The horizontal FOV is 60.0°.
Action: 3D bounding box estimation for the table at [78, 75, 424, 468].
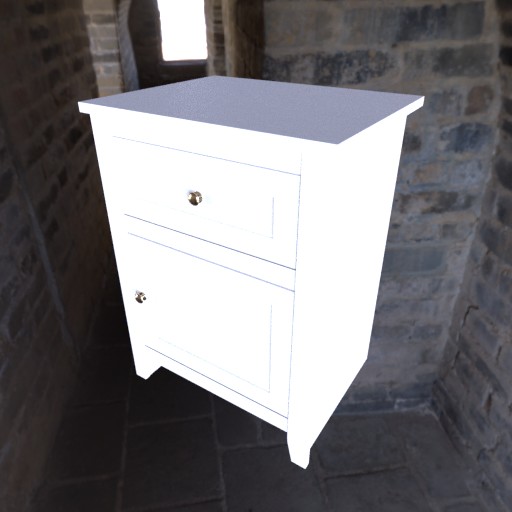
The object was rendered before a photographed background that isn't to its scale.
[{"bbox_3d":[0.000,0.000,0.936,0.480,0.635,0.381,18,34,28],"label":"table"}]
